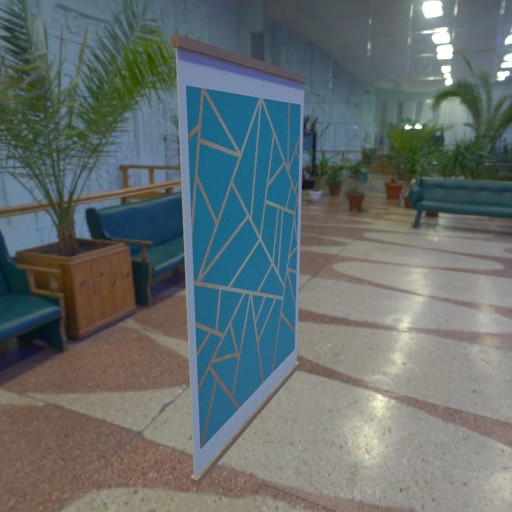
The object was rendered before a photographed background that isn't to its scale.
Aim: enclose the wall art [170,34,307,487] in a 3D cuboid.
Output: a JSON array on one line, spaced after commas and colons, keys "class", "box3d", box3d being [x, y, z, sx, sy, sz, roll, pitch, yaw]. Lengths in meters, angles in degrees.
[{"class": "wall art", "box3d": [0.000, 0.000, 1.864, 0.030, 1.519, 0.990, 8, 17, 26]}]
